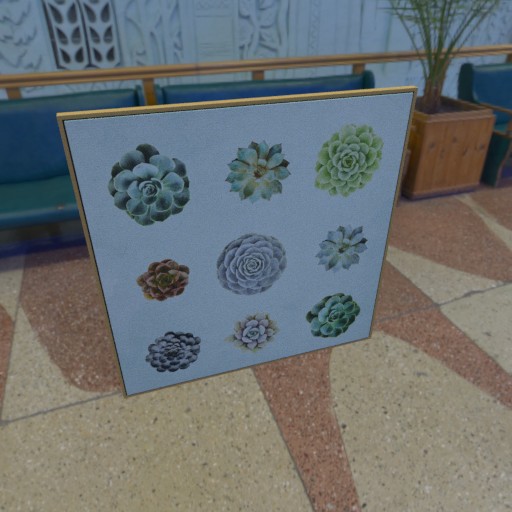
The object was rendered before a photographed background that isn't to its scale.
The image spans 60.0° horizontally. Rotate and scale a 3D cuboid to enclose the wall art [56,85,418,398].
[{"bbox_3d":[0.000,0.000,0.664,0.457,0.455,0.013,-10,34,-15],"label":"wall art"}]
